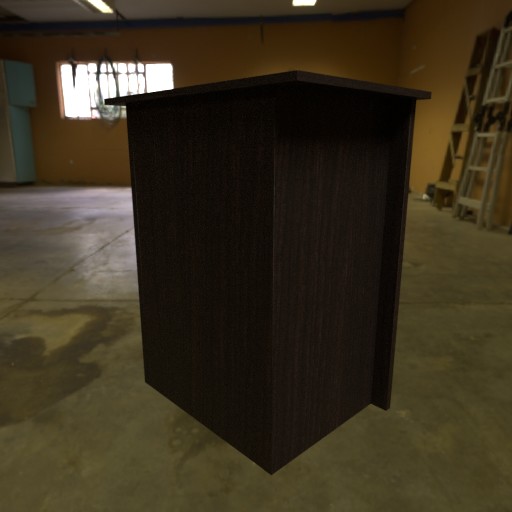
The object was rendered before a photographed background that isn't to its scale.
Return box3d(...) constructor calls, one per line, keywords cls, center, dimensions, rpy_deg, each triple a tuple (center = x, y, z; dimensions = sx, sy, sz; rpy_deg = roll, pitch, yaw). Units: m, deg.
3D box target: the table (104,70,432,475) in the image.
box3d(cls="table", center=(0.000, 0.000, 1.041), dimensions=(0.406, 0.711, 0.591), rpy_deg=(-13, 20, -42))
